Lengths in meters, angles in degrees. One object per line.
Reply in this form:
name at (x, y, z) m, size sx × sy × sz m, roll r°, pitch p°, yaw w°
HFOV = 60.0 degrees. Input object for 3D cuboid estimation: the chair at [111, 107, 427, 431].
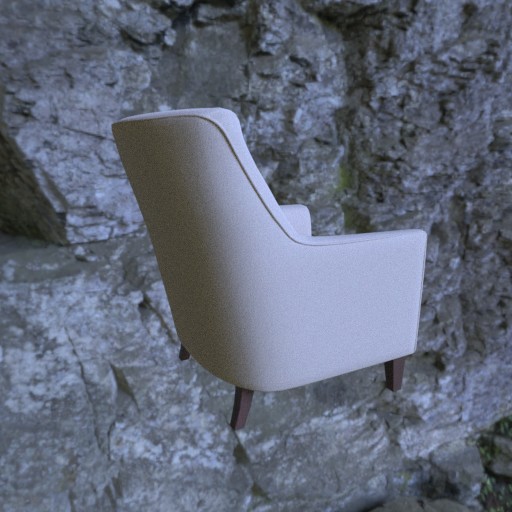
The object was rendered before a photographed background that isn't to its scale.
chair at (0.000, 0.000, 1.543) m, size 0.879 × 0.916 × 0.756 m, roll -7°, pitch 16°, yaw -27°
